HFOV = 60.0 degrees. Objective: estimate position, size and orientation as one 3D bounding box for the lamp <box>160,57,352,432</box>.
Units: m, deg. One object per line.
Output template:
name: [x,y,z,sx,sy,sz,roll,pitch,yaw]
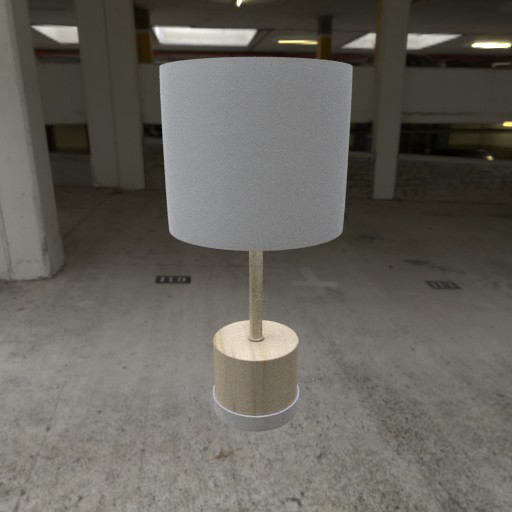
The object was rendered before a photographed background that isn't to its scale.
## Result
lamp: [0.000,0.000,0.602,0.229,0.470,0.229,-2,18,-7]
